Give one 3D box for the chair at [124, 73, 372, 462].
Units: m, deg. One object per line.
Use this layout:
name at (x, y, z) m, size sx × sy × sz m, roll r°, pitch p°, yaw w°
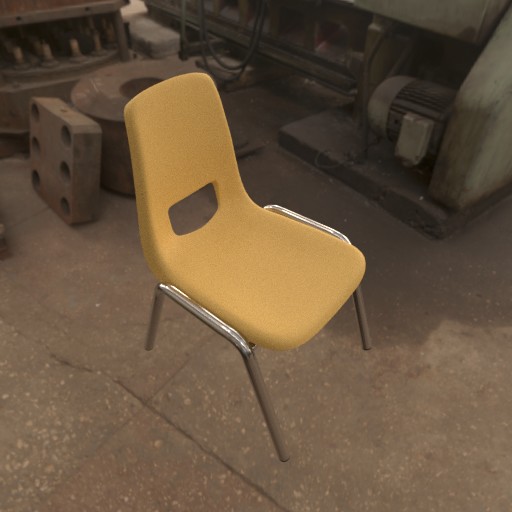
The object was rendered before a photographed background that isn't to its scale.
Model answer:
chair at (0.000, 0.000, 0.852) m, size 0.423 × 0.586 × 0.354 m, roll 28°, pitch 48°, yaw 28°
